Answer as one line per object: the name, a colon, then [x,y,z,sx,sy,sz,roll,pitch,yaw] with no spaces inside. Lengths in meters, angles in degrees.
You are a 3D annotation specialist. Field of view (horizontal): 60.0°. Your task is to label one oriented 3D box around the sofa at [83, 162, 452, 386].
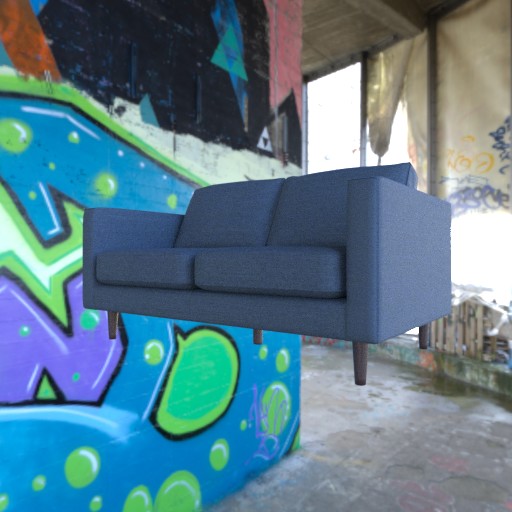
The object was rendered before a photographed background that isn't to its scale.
sofa: [0.000,0.000,2.274,1.659,0.907,0.999,0,0,37]
